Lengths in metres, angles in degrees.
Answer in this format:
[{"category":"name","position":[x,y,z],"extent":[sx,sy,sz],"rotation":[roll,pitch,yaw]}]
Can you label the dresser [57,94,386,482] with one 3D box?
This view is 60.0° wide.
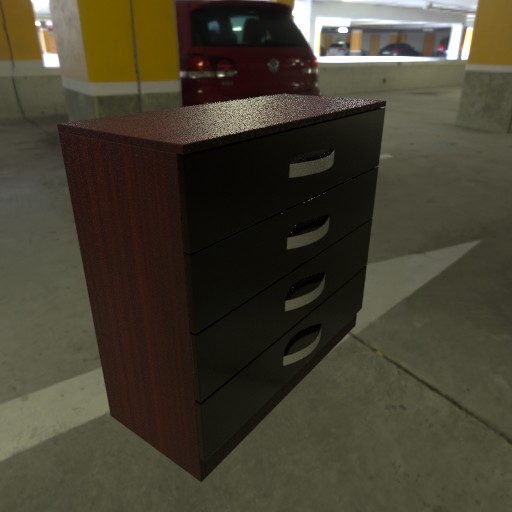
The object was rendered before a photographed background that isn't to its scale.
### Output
[{"category":"dresser","position":[0.000,0.000,1.147],"extent":[0.360,0.720,0.750],"rotation":[18,30,33]}]
